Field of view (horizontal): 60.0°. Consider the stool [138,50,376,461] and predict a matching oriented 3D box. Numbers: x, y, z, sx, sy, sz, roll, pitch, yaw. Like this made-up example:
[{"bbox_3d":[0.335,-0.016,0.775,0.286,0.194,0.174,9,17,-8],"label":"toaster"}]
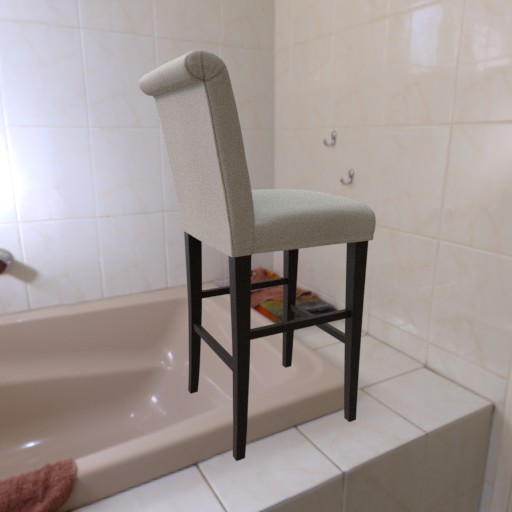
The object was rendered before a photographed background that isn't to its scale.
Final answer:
[{"bbox_3d":[0.000,0.000,1.441,0.597,1.124,0.452,-7,16,-26],"label":"stool"}]
